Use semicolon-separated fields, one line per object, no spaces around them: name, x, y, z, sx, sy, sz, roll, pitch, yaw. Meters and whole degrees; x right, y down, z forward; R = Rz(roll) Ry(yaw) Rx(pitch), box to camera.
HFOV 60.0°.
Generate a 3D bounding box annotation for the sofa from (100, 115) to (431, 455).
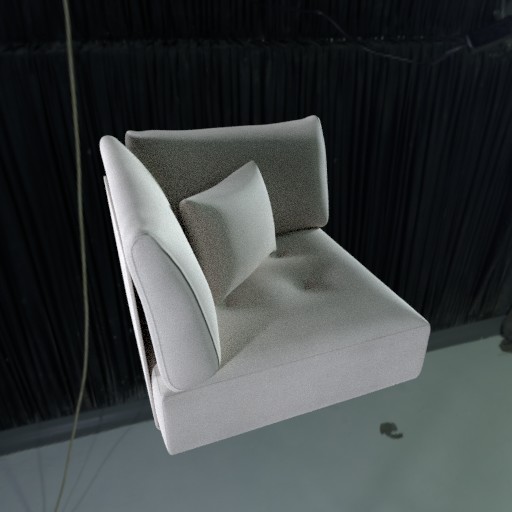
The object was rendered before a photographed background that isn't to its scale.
sofa;0.000;0.000;1.725;1.000;0.820;1.000;-11;31;-18
